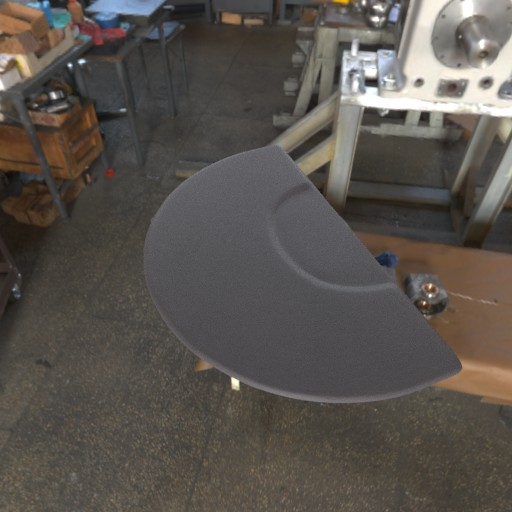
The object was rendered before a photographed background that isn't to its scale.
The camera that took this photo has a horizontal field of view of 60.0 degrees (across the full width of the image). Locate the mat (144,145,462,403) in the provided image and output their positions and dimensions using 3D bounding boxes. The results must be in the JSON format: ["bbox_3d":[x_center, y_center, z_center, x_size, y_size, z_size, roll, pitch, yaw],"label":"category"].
[{"bbox_3d":[0.000,0.000,1.858,0.917,0.022,1.525,-17,48,-16],"label":"mat"}]
